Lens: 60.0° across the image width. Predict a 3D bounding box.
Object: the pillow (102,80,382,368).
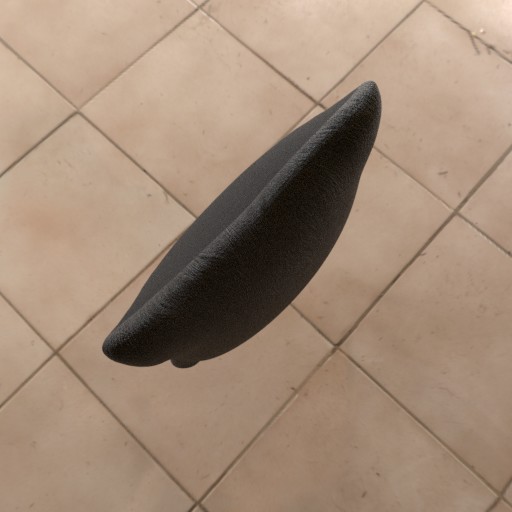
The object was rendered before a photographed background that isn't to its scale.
[{"bbox_3d":[0.000,0.000,0.817,0.210,0.523,0.533,41,79,10],"label":"pillow"}]
